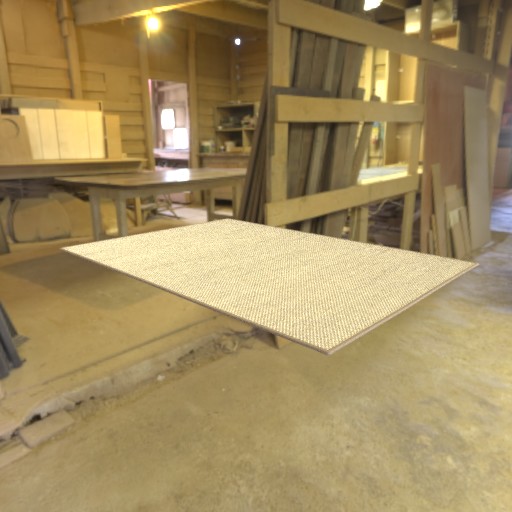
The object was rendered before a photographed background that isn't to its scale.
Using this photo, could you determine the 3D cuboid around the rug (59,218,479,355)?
[{"bbox_3d":[0.000,0.000,2.713,2.115,0.013,1.517,14,20,42],"label":"rug"}]
